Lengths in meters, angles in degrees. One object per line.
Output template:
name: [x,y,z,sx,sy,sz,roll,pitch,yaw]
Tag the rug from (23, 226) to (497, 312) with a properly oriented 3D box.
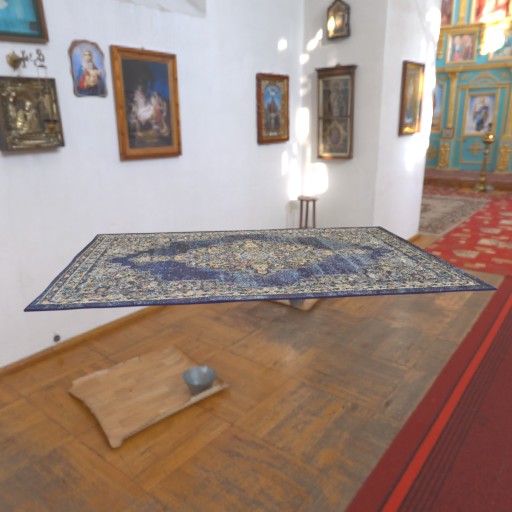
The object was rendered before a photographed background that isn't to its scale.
rug: [0.000,0.000,2.206,1.781,0.012,1.184,-2,16,-7]
